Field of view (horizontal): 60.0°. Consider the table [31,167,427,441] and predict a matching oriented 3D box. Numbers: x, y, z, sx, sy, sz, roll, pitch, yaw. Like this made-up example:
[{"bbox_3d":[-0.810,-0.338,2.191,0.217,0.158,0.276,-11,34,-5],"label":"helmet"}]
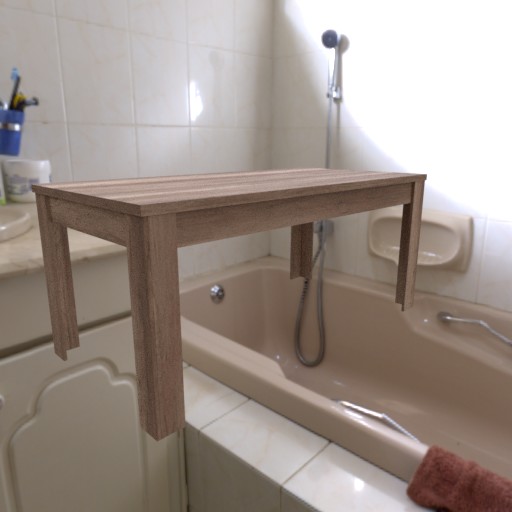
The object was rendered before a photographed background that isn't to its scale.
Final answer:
[{"bbox_3d":[0.000,0.000,2.285,1.800,0.790,0.900,-14,20,-43],"label":"table"}]
